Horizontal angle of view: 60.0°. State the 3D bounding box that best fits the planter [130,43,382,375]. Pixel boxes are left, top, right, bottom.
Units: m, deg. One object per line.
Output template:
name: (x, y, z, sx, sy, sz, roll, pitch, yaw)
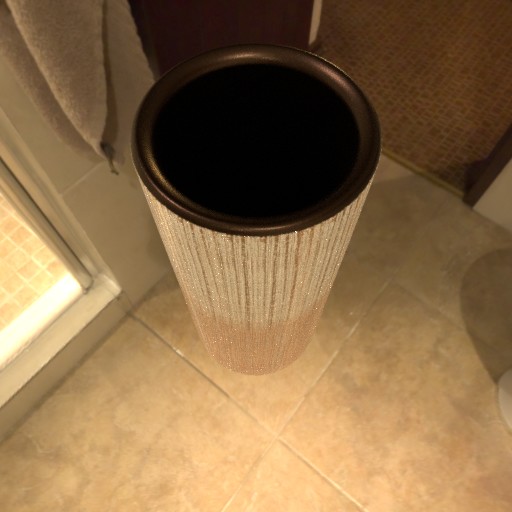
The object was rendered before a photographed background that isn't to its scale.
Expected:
planter: (0.000, 0.000, 0.275, 0.100, 0.227, 0.100, 2, 63, 1)
